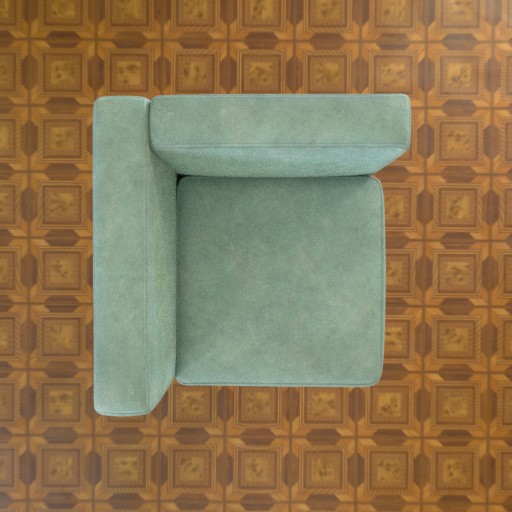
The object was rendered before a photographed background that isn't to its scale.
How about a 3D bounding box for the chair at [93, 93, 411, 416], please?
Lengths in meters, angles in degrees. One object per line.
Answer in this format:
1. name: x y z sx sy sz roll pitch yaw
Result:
1. chair: 0.000 0.000 1.217 0.684 0.660 0.691 0 91 0
